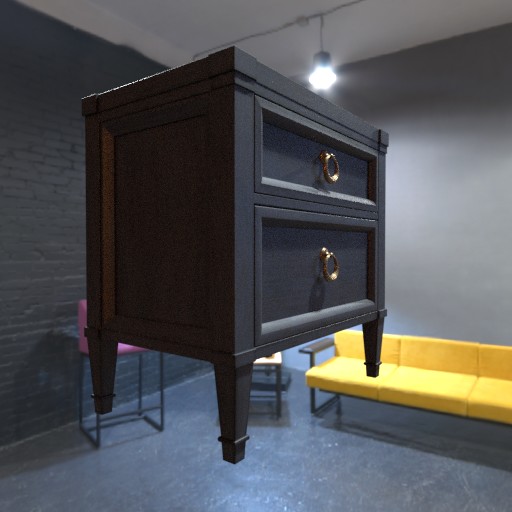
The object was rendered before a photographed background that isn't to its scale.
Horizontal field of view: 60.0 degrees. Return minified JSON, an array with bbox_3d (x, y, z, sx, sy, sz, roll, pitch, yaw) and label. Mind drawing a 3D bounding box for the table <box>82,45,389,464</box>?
[{"bbox_3d":[0.000,0.000,1.069,0.413,0.660,0.660,1,1,37],"label":"table"}]
